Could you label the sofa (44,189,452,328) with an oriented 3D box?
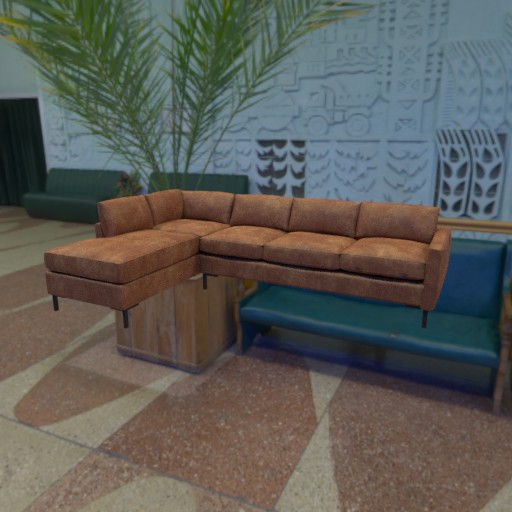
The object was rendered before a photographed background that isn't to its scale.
[{"bbox_3d":[0.000,0.000,3.836,2.984,0.877,1.938,7,17,26],"label":"sofa"}]
